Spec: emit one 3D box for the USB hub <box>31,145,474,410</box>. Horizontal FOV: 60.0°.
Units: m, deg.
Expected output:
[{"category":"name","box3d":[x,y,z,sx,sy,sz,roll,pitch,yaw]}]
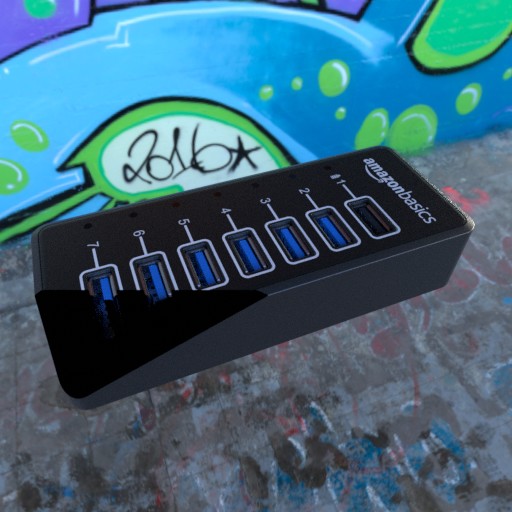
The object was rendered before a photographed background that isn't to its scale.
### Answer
[{"category":"USB hub","box3d":[0.000,0.000,0.123,0.110,0.023,0.044,-16,48,-15]}]
